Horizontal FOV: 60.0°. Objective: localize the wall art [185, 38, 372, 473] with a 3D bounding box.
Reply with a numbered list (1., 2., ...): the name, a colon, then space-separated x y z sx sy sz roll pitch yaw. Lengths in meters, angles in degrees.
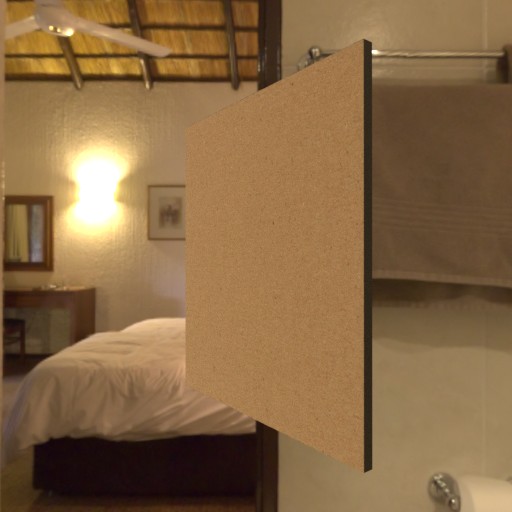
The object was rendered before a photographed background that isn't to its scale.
1. wall art: 0.000 0.000 1.192 0.028 0.863 0.755 0 0 -37
